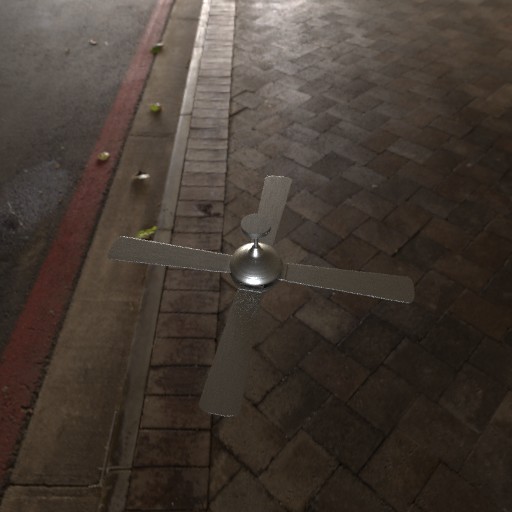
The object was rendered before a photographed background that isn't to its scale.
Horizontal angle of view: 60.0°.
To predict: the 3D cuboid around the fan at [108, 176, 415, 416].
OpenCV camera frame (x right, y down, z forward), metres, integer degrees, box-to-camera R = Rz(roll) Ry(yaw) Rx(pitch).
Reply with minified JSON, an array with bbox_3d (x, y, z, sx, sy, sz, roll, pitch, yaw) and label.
[{"bbox_3d":[0.000,0.000,1.935,1.321,0.381,1.321,24,51,21],"label":"fan"}]
